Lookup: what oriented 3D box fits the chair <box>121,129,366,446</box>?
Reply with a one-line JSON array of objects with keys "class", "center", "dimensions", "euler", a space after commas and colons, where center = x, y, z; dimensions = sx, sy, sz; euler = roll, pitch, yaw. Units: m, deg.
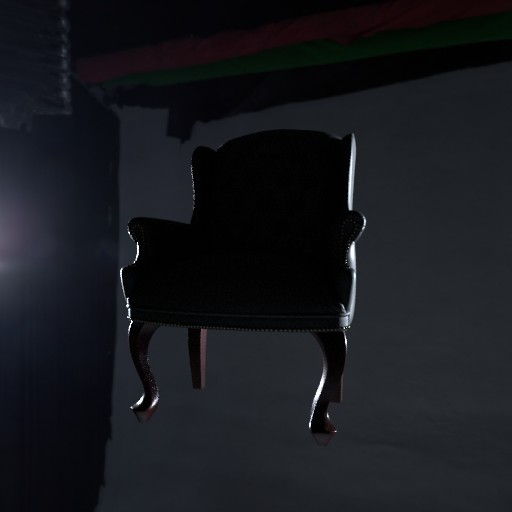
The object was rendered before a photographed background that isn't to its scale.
[{"class": "chair", "center": [0.000, 0.000, 1.682], "dimensions": [0.838, 1.111, 0.762], "euler": [0, 0, 18]}]
